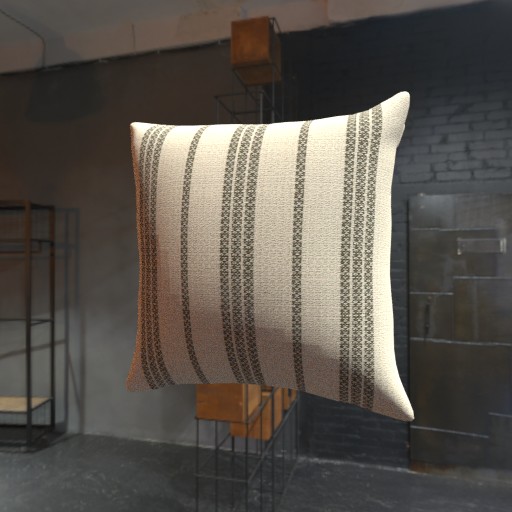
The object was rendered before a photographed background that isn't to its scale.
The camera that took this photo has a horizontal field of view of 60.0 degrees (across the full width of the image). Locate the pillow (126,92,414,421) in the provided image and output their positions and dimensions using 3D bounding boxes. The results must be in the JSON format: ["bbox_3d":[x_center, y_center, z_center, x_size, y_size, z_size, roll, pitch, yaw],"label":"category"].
[{"bbox_3d":[0.000,0.000,0.608,0.405,0.406,0.173,0,-1,18],"label":"pillow"}]
